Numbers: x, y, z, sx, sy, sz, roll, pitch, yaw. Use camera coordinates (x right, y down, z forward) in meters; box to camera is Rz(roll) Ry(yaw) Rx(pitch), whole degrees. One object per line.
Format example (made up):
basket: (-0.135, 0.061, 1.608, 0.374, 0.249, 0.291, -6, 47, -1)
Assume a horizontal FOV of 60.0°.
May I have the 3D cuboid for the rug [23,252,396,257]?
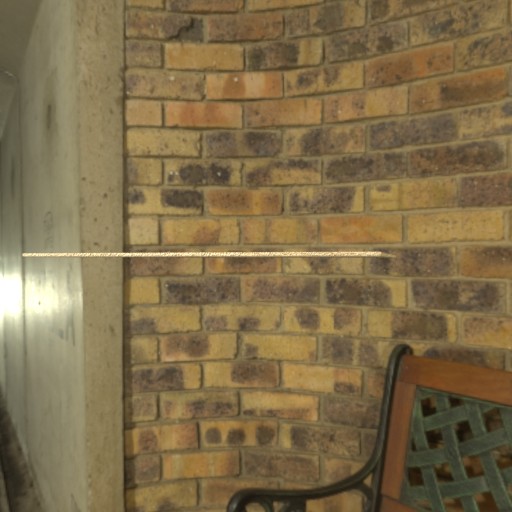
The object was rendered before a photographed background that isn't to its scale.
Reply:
rug: (0.000, 0.000, 4.106, 2.400, 0.025, 3.000, 0, 0, 19)
